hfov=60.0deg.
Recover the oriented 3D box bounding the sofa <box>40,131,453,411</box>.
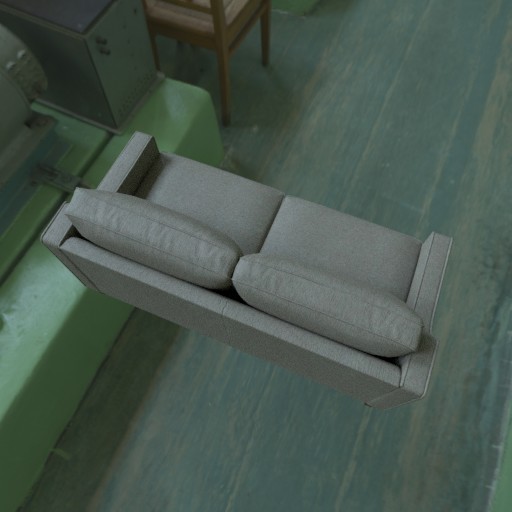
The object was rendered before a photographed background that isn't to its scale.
[{"bbox_3d":[0.000,0.000,2.806,2.181,1.074,1.073,20,67,9],"label":"sofa"}]
